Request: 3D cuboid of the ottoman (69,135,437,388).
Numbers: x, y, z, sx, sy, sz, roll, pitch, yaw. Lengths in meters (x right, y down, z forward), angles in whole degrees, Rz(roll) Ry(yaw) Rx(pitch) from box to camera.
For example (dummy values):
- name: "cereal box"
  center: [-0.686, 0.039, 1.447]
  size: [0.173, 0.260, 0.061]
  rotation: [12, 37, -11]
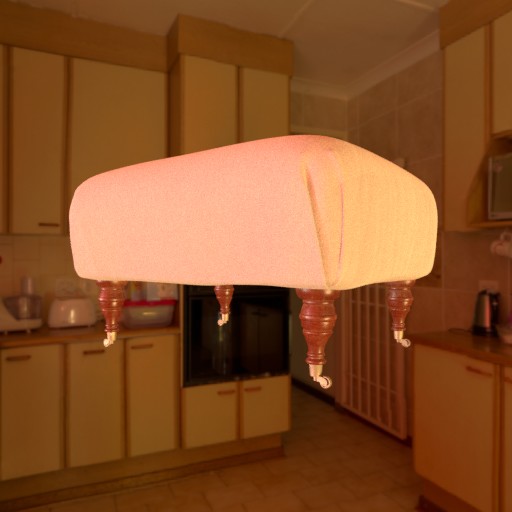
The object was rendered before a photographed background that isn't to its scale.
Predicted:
- name: "ottoman"
  center: [0.000, 0.000, 1.092]
  size: [0.746, 0.450, 0.622]
  rotation: [0, -1, 36]
